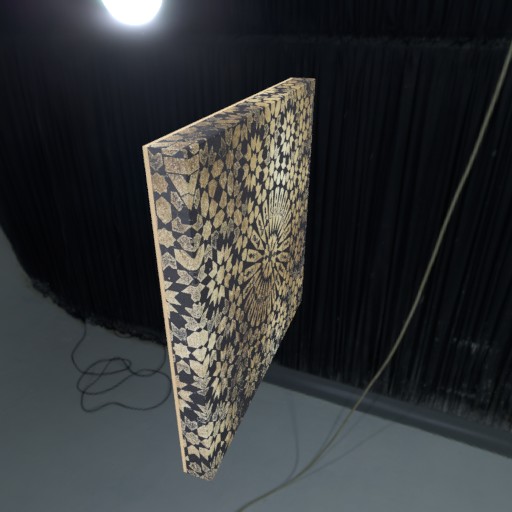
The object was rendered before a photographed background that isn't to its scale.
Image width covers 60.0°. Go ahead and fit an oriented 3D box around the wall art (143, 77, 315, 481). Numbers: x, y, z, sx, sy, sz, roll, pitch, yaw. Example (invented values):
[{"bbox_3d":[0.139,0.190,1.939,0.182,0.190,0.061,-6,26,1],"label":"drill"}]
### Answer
[{"bbox_3d":[0.000,0.000,0.606,0.038,0.405,0.405,11,31,18],"label":"wall art"}]
